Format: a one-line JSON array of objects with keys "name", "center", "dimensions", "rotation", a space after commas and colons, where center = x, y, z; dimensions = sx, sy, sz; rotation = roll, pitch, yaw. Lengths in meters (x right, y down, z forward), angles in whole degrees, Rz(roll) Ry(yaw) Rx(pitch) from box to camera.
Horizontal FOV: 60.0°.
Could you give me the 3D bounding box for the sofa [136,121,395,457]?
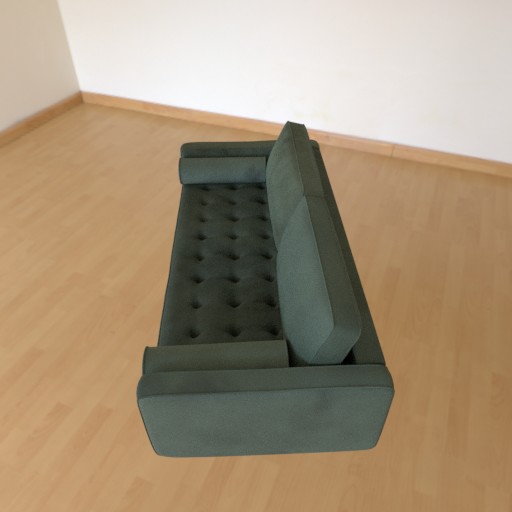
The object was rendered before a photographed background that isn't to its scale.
[{"name": "sofa", "center": [0.000, 0.000, 2.325], "dimensions": [0.916, 0.772, 1.880], "rotation": [-1, 41, -2]}]
